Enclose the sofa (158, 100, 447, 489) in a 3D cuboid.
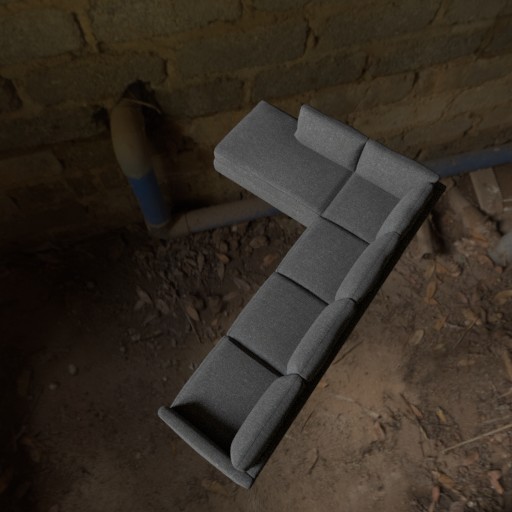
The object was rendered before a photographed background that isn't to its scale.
[{"bbox_3d":[0.000,0.000,3.765,2.007,0.815,2.949,33,69,15],"label":"sofa"}]
